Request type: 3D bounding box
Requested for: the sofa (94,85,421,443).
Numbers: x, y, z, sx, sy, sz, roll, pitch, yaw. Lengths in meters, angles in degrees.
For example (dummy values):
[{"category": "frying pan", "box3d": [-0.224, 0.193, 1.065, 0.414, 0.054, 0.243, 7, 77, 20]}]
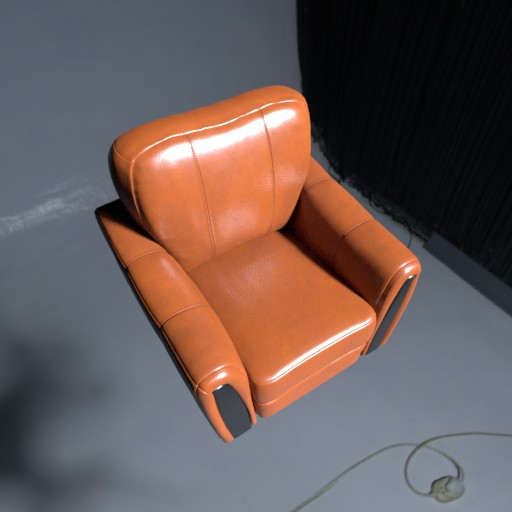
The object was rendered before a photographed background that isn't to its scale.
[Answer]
[{"category": "sofa", "box3d": [0.000, 0.000, 1.511, 0.836, 0.876, 0.789, -25, 52, -21]}]
